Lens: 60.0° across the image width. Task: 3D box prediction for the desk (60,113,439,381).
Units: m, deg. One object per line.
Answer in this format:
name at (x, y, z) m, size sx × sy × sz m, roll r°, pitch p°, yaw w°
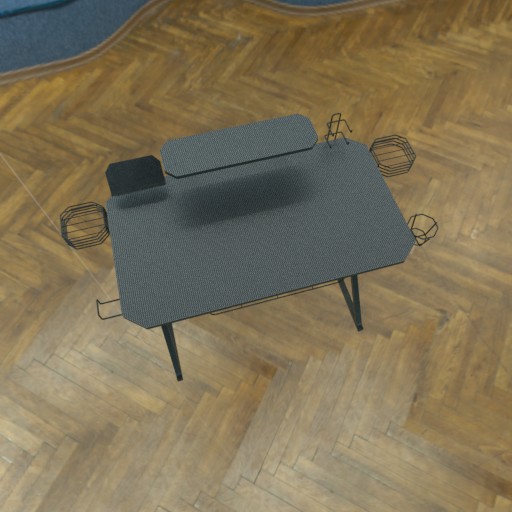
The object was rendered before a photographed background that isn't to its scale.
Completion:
desk at (0.000, 0.000, 1.760) m, size 1.290 × 0.880 × 0.580 m, roll -14°, pitch 63°, yaw -7°
